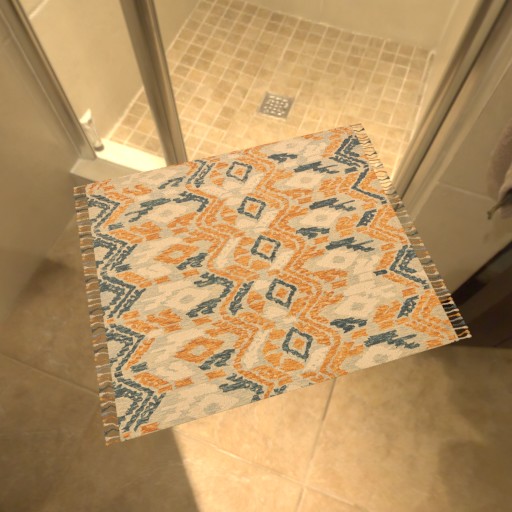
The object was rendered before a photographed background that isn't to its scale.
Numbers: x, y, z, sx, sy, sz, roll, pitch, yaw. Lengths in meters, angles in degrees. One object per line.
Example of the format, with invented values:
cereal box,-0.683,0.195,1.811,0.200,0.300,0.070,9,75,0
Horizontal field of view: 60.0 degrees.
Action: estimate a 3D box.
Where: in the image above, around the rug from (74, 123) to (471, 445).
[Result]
rug,0.000,0.000,4.025,3.048,0.010,2.439,-14,64,-7
